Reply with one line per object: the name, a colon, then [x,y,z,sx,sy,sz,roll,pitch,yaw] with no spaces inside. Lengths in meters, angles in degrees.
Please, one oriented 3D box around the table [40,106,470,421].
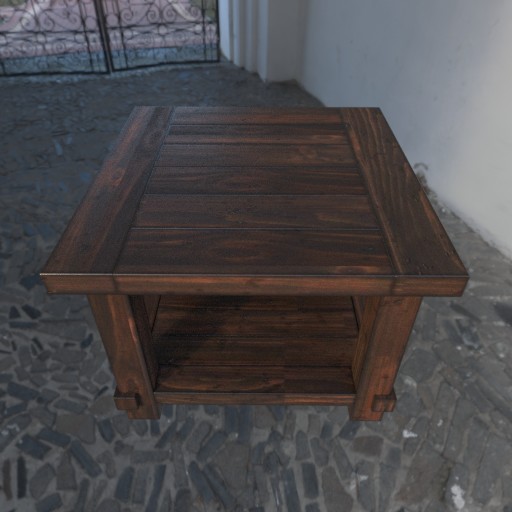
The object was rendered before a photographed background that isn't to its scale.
table: [0.000,0.000,0.980,0.593,0.437,0.606,0,40,0]
